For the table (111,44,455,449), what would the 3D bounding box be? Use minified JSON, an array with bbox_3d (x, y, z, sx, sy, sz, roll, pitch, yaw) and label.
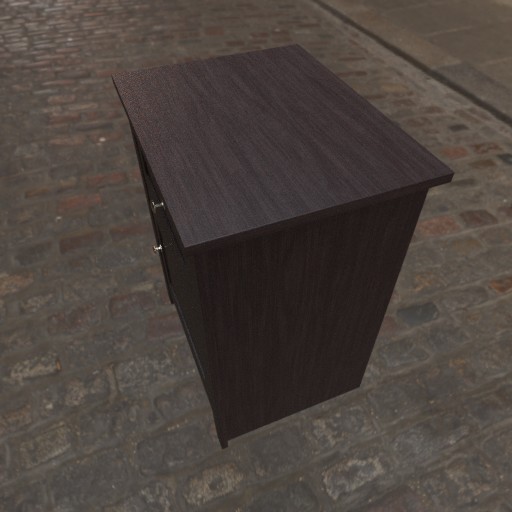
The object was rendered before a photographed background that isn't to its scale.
[{"bbox_3d":[0.000,0.000,0.927,0.381,0.635,0.480,-16,48,-15],"label":"table"}]
